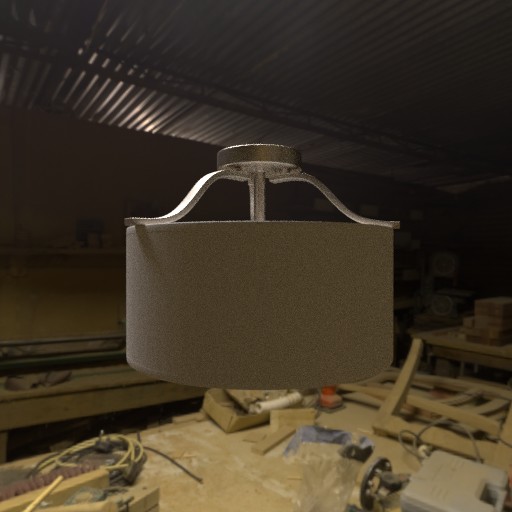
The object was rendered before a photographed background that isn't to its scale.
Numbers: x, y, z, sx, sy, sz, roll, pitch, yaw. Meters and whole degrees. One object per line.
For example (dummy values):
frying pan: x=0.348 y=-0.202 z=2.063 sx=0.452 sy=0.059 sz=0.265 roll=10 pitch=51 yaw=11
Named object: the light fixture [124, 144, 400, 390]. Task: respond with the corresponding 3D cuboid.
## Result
light fixture: x=0.000 y=0.000 z=0.659 sx=0.395 sy=0.304 sz=0.395 roll=0 pitch=0 yaw=0
